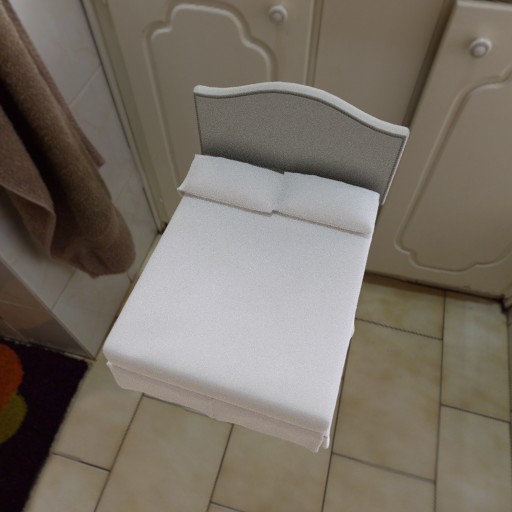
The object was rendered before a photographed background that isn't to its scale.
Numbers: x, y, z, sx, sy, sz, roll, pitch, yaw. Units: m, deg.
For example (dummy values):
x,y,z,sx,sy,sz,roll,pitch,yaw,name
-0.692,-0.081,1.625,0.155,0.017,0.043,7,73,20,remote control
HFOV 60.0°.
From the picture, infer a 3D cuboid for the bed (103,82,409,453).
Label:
x,y,z,sx,sy,sz,roll,pitch,yaw,name
0.000,0.000,3.425,1.813,1.607,2.180,15,58,10,bed
